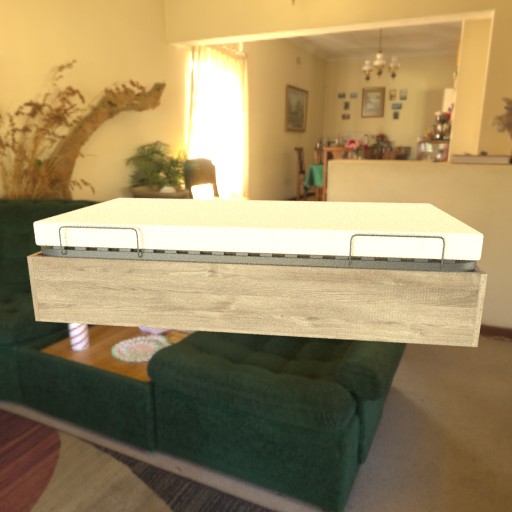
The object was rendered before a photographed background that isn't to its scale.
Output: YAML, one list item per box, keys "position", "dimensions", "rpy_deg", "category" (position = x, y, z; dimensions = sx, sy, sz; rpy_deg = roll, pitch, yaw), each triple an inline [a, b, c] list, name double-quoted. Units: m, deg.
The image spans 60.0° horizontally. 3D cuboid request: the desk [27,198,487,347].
- position: [0.000, 0.000, 2.250]
  dimensions: [1.900, 0.455, 0.900]
  rpy_deg: [2, 15, 8]
  category: "desk"
